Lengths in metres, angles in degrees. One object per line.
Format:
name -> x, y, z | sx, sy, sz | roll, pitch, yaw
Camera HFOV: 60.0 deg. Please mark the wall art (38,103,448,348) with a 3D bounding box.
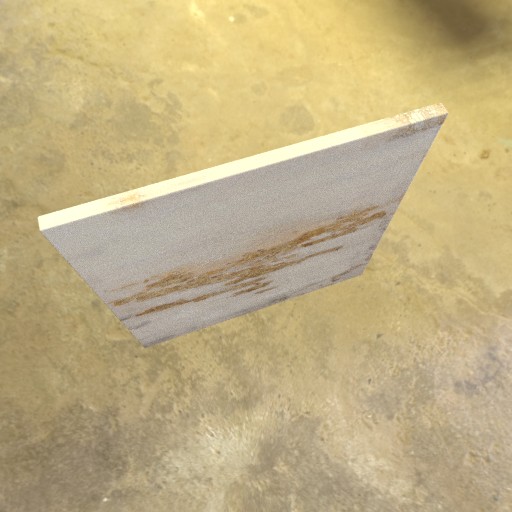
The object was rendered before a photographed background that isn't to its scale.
wall art -> 0.000, 0.000, 1.505 | 1.015, 1.018, 0.040 | -18, 65, -8
